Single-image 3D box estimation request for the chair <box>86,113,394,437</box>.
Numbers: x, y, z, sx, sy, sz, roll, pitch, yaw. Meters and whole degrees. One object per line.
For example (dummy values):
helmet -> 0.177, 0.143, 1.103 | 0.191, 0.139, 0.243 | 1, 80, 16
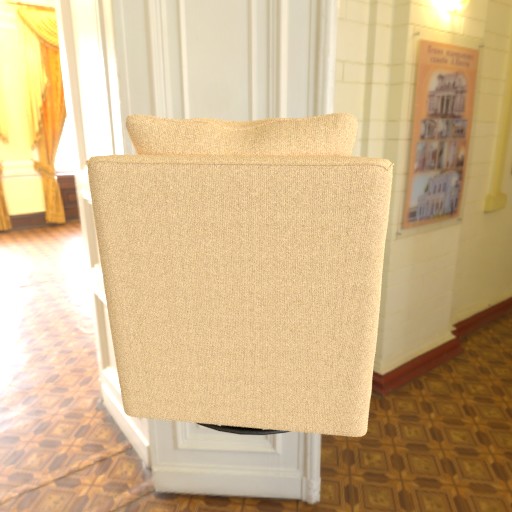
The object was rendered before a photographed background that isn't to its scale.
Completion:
chair -> 0.000, 0.000, 1.542 | 0.760, 0.927, 0.876 | 2, 16, 7
